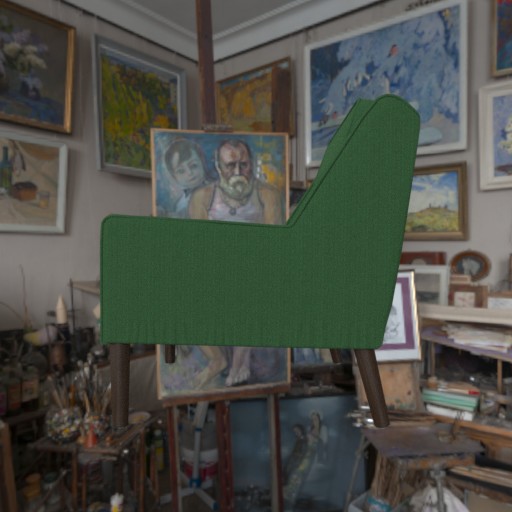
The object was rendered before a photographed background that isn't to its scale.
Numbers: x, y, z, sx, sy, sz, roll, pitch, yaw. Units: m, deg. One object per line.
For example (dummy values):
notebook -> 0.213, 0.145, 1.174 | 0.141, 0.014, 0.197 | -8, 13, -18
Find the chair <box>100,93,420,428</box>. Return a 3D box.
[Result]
chair -> 0.000, 0.000, 1.319 | 0.743, 0.792, 0.663 | 0, 1, 0
